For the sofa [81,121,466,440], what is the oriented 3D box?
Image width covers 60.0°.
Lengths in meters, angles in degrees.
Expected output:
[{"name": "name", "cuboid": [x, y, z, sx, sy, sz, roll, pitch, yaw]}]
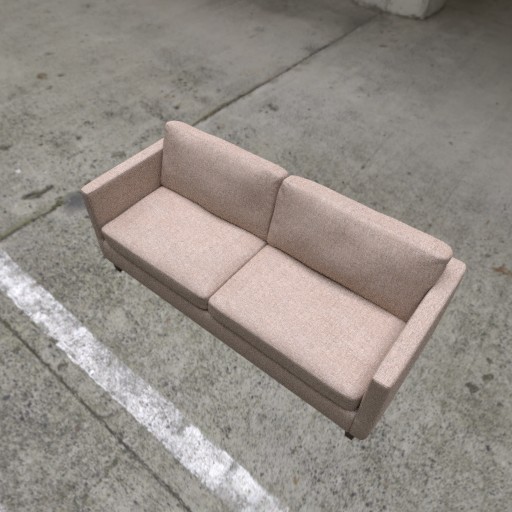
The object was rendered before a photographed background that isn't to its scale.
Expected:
[{"name": "sofa", "cuboid": [0.000, 0.000, 2.802, 2.208, 0.965, 0.951, 30, 54, 25]}]
